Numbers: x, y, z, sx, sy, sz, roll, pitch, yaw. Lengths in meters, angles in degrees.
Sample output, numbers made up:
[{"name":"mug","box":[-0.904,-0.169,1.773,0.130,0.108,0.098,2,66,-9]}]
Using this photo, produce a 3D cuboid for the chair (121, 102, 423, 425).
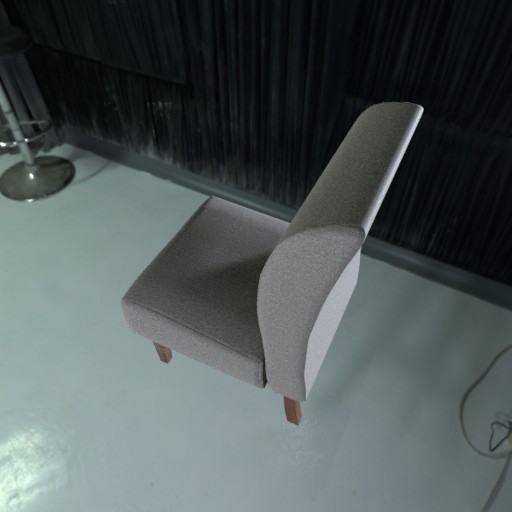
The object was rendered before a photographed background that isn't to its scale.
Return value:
[{"name":"chair","box":[0.000,0.000,1.183,0.592,0.804,0.513,19,50,17]}]
